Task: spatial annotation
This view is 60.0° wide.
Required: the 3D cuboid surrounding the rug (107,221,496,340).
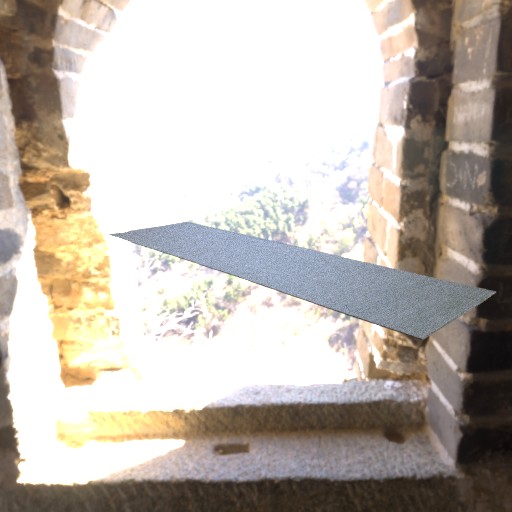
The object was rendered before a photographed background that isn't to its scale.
[{"bbox_3d":[0.000,0.000,2.522,0.686,0.013,2.340,-14,20,-42],"label":"rug"}]
